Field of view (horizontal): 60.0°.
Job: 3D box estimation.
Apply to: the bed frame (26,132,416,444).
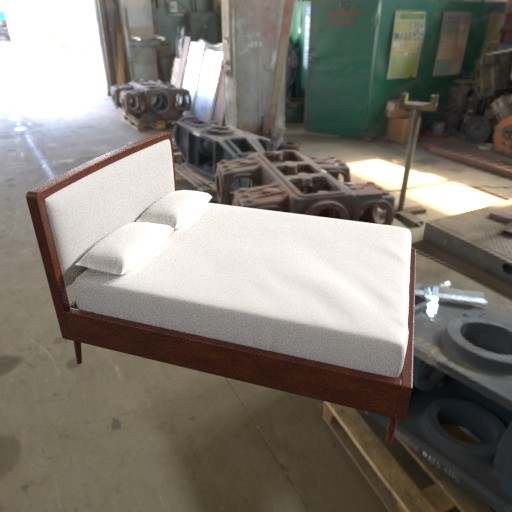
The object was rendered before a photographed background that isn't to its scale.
[{"bbox_3d":[0.000,0.000,3.102,2.171,1.279,1.587,9,30,16],"label":"bed frame"}]
